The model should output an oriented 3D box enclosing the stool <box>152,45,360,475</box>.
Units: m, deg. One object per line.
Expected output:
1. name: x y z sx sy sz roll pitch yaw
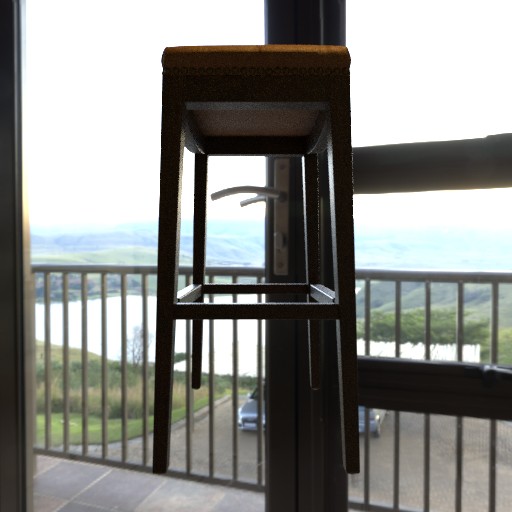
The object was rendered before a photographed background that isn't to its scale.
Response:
1. stool: 0.000 0.000 1.013 0.361 0.759 0.500 0 1 0
